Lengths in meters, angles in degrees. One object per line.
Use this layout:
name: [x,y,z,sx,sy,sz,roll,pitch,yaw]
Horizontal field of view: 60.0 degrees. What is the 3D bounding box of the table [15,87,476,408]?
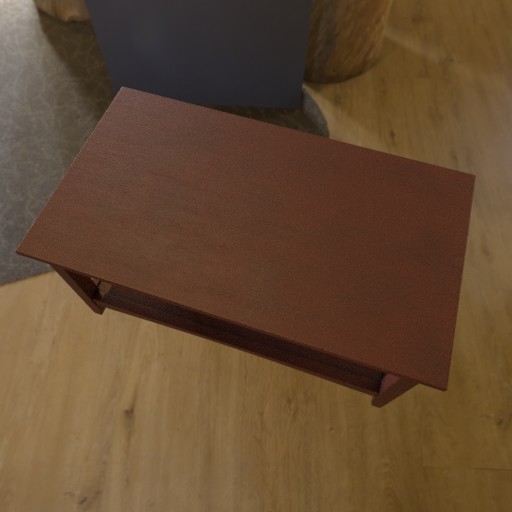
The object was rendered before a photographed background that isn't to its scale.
table: [0.000,0.000,1.224,0.943,0.456,0.533,17,64,8]
